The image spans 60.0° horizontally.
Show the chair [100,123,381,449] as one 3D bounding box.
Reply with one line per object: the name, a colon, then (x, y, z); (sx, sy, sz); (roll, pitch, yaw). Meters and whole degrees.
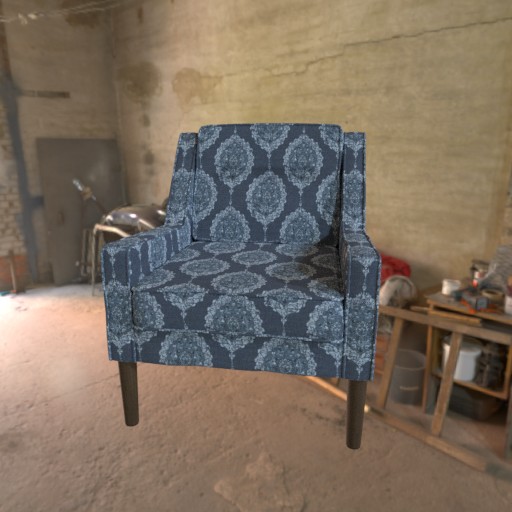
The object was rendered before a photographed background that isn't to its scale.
chair: (0.000, 0.000, 1.343); (0.663, 0.792, 0.743); (2, 15, 9)
